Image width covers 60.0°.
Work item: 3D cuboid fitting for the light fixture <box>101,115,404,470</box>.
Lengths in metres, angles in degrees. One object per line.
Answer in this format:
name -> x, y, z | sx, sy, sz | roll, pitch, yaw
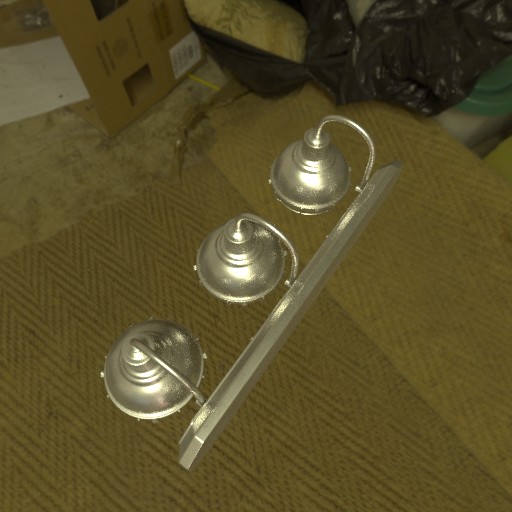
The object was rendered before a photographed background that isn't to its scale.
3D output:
light fixture -> 0.000, 0.000, 0.743 | 0.229, 0.254, 0.634 | 33, 68, 15
